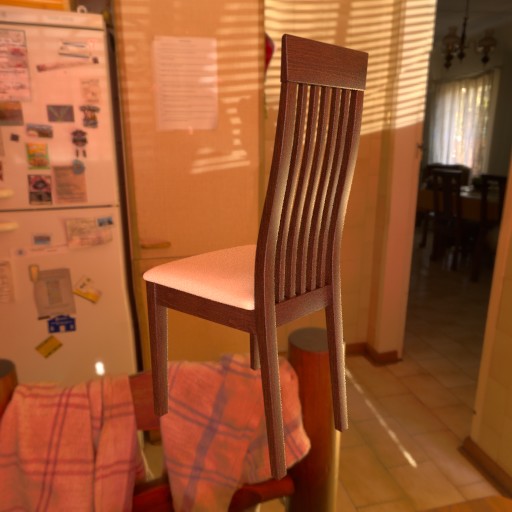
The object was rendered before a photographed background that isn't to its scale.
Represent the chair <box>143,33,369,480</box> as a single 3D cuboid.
[{"bbox_3d":[0.000,0.000,1.242,0.460,1.027,0.474,-14,20,-42],"label":"chair"}]
